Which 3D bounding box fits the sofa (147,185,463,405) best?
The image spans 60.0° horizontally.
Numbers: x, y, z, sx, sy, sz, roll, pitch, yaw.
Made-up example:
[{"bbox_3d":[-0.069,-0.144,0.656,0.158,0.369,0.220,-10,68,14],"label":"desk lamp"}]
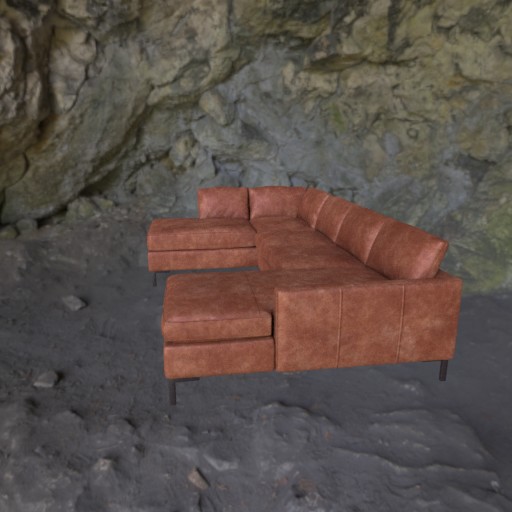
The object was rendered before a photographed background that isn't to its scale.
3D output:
[{"bbox_3d":[0.000,0.000,3.815,1.939,0.900,2.956,-2,15,-9],"label":"sofa"}]
